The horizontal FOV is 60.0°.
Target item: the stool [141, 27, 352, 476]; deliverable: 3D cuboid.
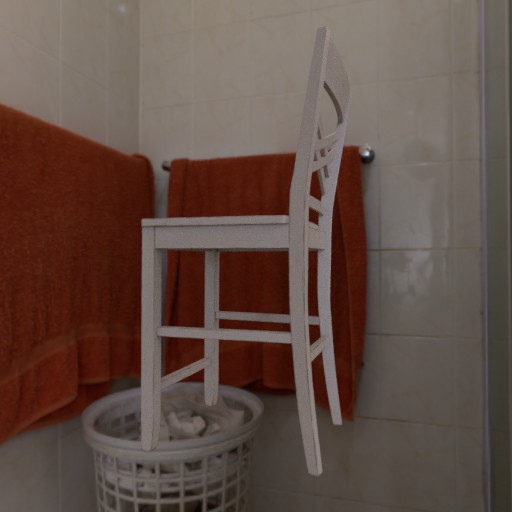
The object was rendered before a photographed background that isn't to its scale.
[{"bbox_3d":[0.000,0.000,1.334,0.539,1.079,0.462,0,-1,19],"label":"stool"}]
